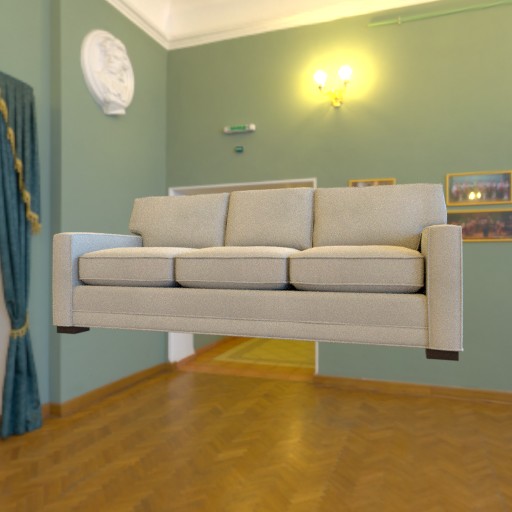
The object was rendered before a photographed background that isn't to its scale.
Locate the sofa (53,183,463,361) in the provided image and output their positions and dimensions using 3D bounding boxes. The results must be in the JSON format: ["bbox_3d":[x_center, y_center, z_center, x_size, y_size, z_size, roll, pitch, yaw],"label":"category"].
[{"bbox_3d":[0.000,0.000,2.561,2.088,0.862,0.935,0,0,19],"label":"sofa"}]
